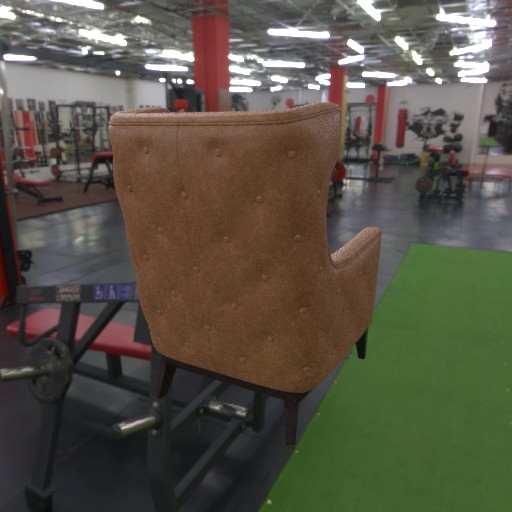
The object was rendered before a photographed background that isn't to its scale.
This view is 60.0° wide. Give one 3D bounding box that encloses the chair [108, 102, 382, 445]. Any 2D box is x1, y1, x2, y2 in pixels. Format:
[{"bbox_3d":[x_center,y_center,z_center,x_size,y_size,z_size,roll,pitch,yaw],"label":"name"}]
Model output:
[{"bbox_3d":[0.000,0.000,1.688,0.766,1.079,0.899,8,18,27],"label":"chair"}]
